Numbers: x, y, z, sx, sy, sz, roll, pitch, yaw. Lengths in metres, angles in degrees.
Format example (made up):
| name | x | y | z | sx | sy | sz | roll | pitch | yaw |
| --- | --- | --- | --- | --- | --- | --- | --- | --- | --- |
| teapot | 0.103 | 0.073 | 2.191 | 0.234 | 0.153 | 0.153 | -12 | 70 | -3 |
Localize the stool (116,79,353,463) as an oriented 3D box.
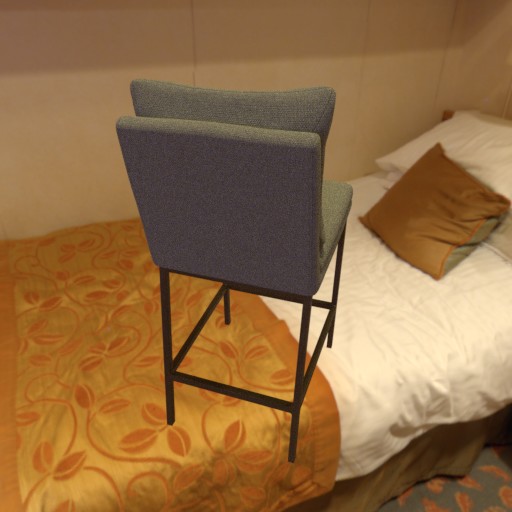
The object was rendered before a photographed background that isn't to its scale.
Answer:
| name | x | y | z | sx | sy | sz | roll | pitch | yaw |
| --- | --- | --- | --- | --- | --- | --- | --- | --- | --- |
| stool | 0.000 | 0.000 | 1.303 | 0.463 | 1.031 | 0.569 | 10 | 33 | 16 |
